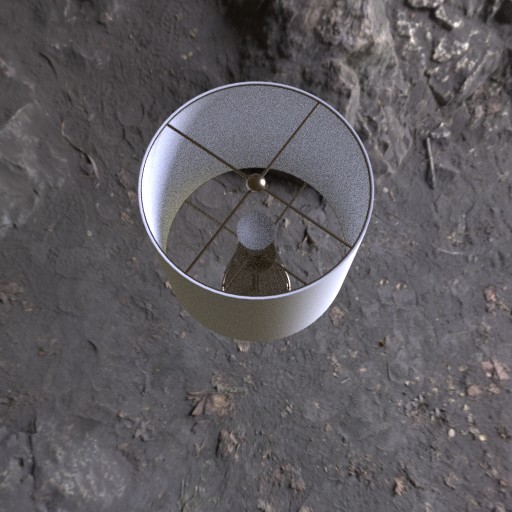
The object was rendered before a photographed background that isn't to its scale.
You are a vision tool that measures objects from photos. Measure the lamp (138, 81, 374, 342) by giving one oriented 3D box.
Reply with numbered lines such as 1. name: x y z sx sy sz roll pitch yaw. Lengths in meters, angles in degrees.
1. lamp: 0.000 0.000 0.778 0.303 0.618 0.303 0 75 0
